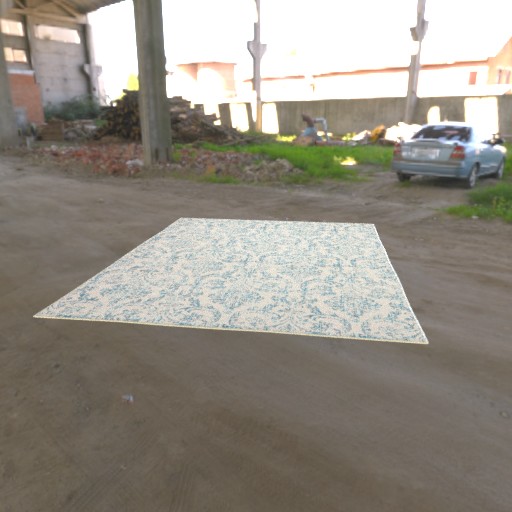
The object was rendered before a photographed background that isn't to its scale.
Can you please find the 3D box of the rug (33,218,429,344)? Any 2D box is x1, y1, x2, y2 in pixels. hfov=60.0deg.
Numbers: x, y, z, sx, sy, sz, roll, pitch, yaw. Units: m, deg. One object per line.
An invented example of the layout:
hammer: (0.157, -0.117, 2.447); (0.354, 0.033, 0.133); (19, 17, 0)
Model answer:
rug: (0.000, 0.000, 4.001); (2.363, 0.012, 2.980); (3, 17, 8)
